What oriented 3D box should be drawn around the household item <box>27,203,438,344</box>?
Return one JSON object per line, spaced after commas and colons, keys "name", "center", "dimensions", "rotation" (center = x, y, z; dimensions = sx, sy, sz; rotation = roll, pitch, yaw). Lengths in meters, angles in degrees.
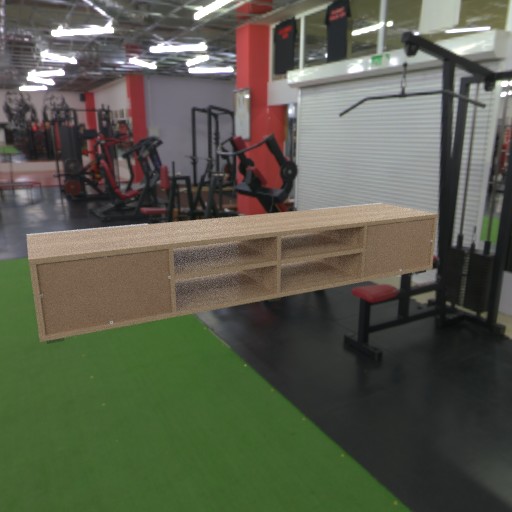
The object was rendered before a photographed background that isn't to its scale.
{"name": "household item", "center": [0.000, 0.000, 2.044], "dimensions": [1.850, 0.310, 0.420], "rotation": [-8, 17, -26]}
